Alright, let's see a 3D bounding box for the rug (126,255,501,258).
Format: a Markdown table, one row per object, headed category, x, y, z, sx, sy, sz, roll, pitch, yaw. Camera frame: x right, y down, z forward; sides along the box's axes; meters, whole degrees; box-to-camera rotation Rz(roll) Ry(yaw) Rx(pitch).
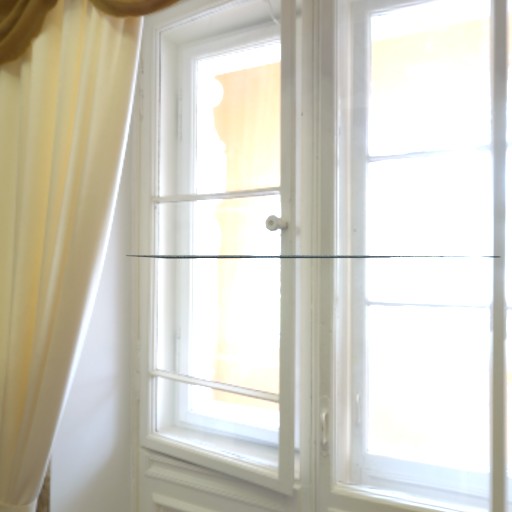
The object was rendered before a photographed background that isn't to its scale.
| category | x | y | z | sx | sy | sz | roll | pitch | yaw |
| --- | --- | --- | --- | --- | --- | --- | --- | --- | --- |
| rug | 0.000 | 0.000 | 2.930 | 1.525 | 0.007 | 2.440 | 0 | 0 | -19 |
